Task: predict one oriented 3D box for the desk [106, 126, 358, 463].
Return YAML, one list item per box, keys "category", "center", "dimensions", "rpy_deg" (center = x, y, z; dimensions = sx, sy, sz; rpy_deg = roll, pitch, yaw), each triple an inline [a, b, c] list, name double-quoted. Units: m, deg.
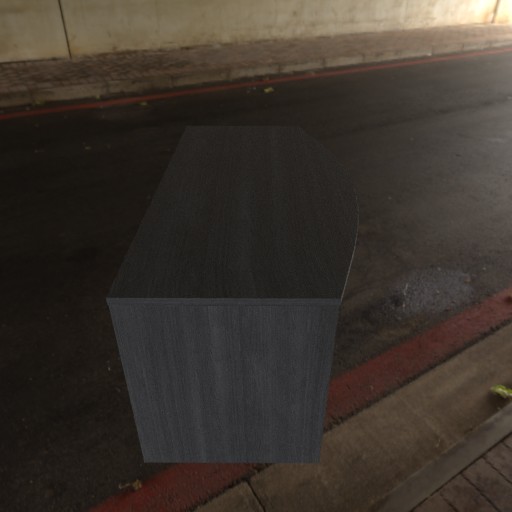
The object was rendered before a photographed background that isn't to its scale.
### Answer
- category: "desk"
  center: [0.000, 0.000, 2.071]
  dimensions: [0.802, 0.750, 1.600]
  rpy_deg: [0, 33, 0]
